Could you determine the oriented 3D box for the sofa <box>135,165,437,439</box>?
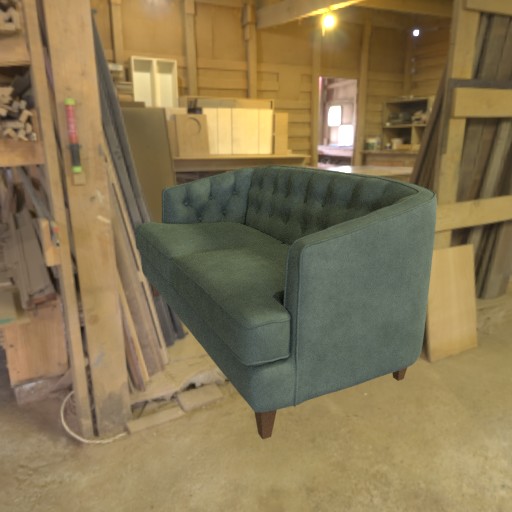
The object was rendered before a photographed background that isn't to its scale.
[{"bbox_3d":[0.000,0.000,2.307,0.941,0.855,1.733,-7,17,-25],"label":"sofa"}]
